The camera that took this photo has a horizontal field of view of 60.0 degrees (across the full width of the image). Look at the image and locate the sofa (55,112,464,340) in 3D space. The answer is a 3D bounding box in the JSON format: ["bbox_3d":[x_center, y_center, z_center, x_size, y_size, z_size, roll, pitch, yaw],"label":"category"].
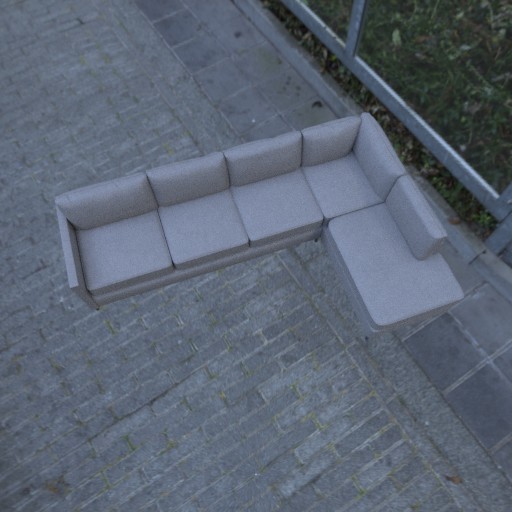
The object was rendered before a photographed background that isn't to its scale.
[{"bbox_3d":[0.000,0.000,4.241,3.331,0.964,2.077,-17,65,-8],"label":"sofa"}]
